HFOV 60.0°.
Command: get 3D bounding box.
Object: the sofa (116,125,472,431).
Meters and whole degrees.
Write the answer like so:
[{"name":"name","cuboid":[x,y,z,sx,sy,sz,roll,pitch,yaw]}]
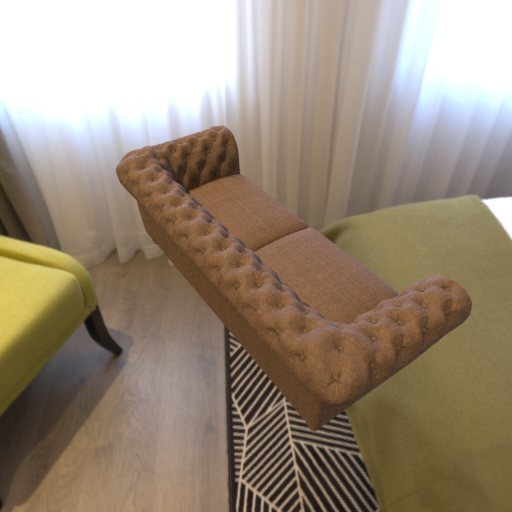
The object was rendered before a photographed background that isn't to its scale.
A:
[{"name":"sofa","cuboid":[0.000,0.000,2.861,0.944,0.787,2.385,-25,47,-26]}]
